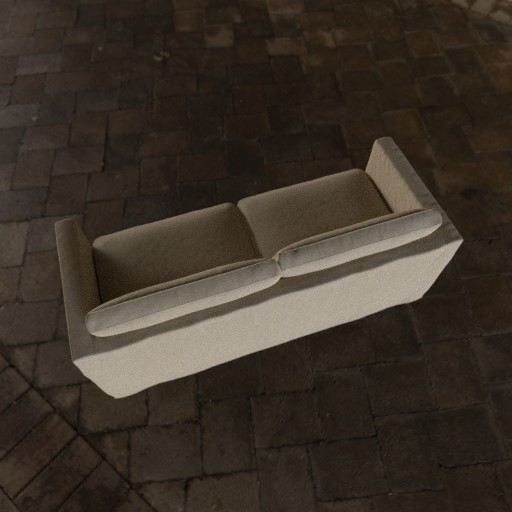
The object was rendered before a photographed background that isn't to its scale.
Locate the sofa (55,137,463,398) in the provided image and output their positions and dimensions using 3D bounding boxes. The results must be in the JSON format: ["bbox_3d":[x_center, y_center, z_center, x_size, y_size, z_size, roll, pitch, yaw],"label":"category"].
[{"bbox_3d":[0.000,0.000,2.865,2.296,0.847,0.956,-16,59,-10],"label":"sofa"}]
